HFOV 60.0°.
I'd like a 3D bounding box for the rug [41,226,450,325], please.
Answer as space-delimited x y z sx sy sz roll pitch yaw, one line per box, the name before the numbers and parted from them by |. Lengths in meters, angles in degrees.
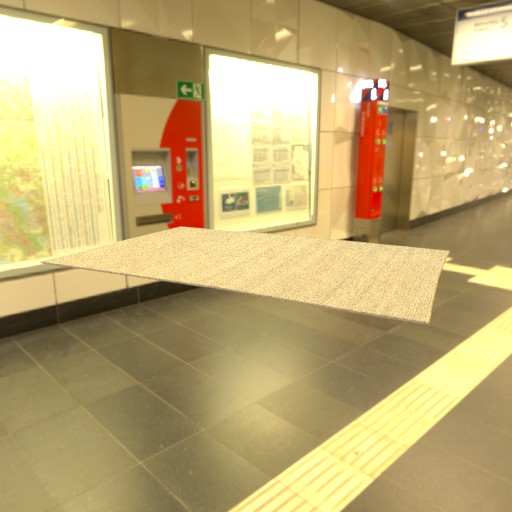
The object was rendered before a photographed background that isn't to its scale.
rug | 0.000 0.000 2.319 1.820 0.022 1.179 7 15 26
